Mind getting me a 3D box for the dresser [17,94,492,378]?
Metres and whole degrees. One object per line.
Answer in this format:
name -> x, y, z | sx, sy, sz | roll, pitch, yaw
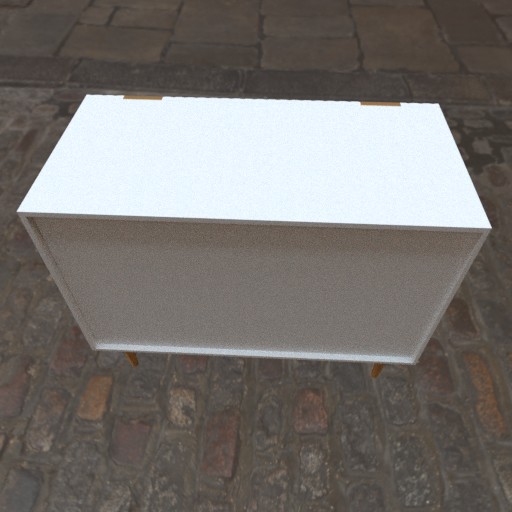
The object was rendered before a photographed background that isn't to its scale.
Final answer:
dresser -> 0.000, 0.000, 1.263 | 0.905, 0.721, 0.457 | 2, 48, 2
